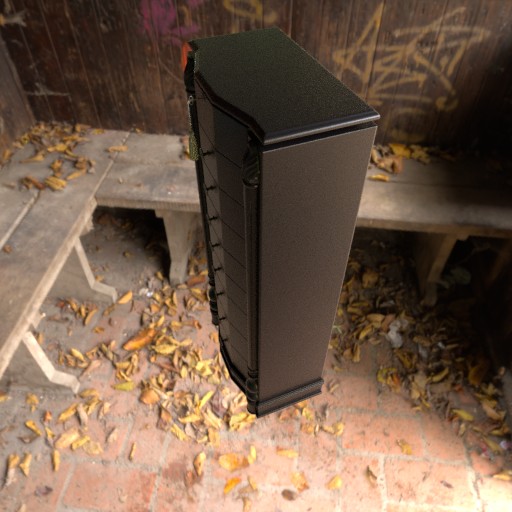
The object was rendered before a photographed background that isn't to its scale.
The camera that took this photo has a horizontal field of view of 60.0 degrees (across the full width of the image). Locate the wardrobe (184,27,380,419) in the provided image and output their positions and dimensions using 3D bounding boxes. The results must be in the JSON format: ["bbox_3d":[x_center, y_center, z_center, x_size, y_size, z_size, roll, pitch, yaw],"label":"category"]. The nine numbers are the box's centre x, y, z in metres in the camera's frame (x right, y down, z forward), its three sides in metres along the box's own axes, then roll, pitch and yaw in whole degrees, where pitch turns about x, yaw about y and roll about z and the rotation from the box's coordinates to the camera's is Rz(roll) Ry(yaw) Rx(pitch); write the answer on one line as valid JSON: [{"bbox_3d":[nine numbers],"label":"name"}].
[{"bbox_3d":[0.000,0.000,1.209,0.295,1.011,0.444,-16,49,-15],"label":"wardrobe"}]
